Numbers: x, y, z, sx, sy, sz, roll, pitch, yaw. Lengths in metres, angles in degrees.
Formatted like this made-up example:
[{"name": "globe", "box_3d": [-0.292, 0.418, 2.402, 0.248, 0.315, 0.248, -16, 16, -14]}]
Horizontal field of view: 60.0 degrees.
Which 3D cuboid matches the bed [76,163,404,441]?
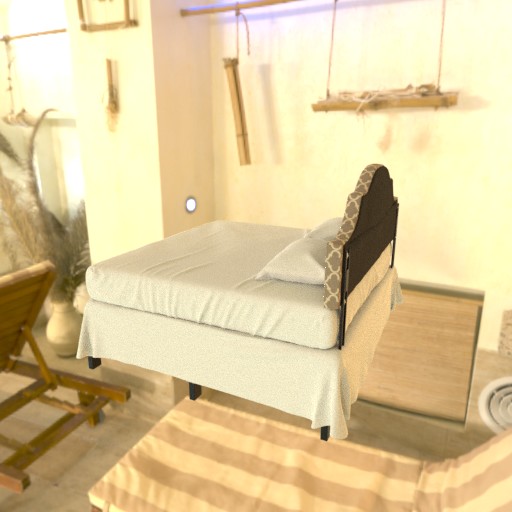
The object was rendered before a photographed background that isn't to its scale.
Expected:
[{"name": "bed", "box_3d": [0.000, 0.000, 3.777, 2.222, 1.601, 2.314, 8, 18, 25]}]
